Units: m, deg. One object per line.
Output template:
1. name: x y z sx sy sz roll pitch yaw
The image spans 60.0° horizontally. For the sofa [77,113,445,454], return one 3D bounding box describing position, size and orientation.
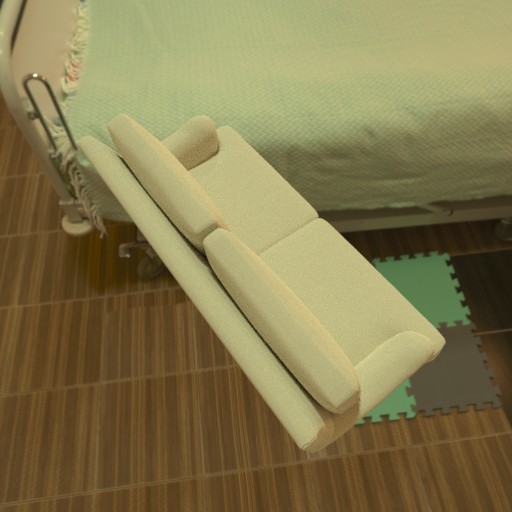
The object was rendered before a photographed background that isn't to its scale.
1. sofa: 0.000 0.000 2.695 1.086 1.087 2.159 -32 64 -18
